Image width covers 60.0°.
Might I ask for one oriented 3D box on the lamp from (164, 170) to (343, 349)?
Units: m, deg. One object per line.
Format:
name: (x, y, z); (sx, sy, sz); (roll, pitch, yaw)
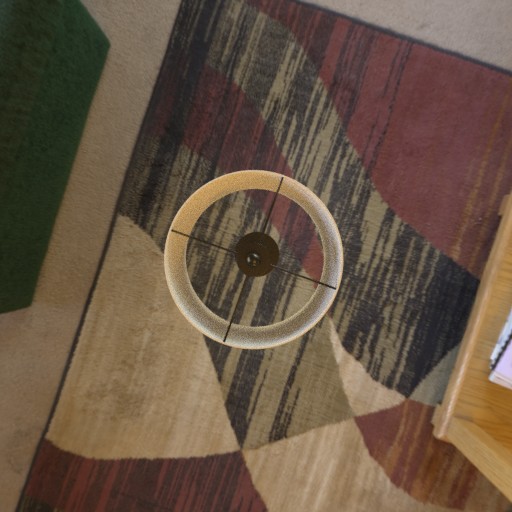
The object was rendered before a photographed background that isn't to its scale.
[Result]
lamp: (0.000, 0.000, 1.657); (0.381, 1.478, 0.381); (0, 91, 0)
